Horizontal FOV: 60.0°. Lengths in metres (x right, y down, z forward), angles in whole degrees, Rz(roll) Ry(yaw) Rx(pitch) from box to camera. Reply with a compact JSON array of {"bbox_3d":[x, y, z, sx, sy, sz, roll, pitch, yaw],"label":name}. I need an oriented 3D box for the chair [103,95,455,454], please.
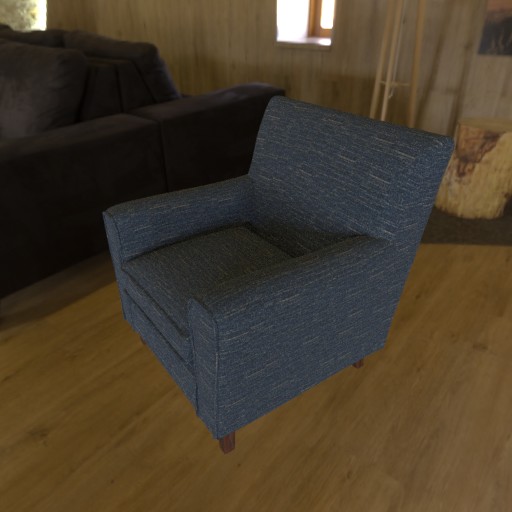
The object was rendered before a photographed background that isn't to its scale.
[{"bbox_3d":[0.000,0.000,1.635,0.873,0.928,0.864,-20,35,-30],"label":"chair"}]
